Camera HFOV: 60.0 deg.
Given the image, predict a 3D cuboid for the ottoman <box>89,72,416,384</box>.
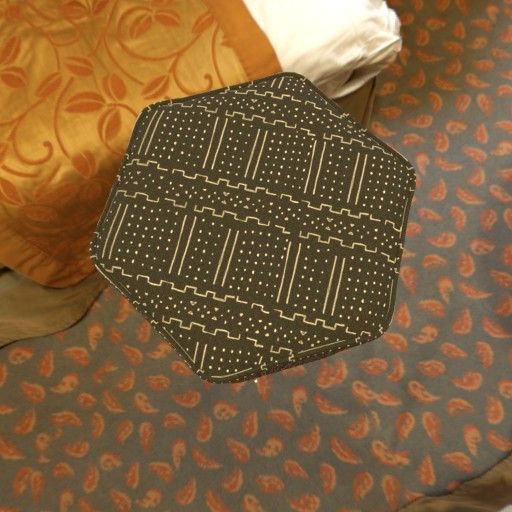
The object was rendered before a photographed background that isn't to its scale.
[{"bbox_3d":[0.000,0.000,0.867,0.443,0.502,0.494,14,75,4],"label":"ottoman"}]
